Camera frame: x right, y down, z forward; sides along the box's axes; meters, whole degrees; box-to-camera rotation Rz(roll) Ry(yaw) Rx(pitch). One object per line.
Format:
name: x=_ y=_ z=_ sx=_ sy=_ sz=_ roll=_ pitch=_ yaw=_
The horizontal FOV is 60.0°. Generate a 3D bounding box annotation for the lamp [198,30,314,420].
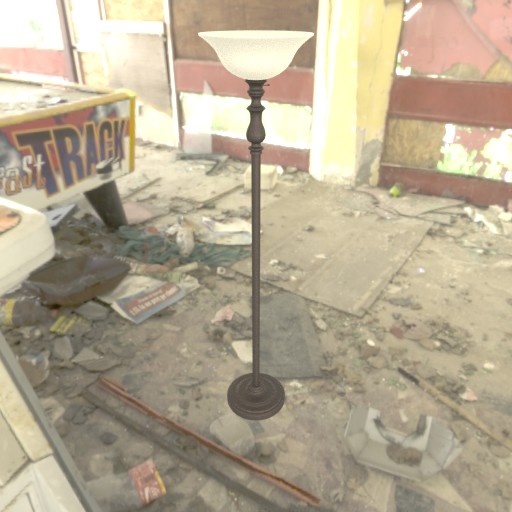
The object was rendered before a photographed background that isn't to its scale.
lamp: x=0.000 y=0.000 z=1.997 sx=0.405 sy=1.797 sz=0.405 roll=-21 pitch=35 yaw=-32
